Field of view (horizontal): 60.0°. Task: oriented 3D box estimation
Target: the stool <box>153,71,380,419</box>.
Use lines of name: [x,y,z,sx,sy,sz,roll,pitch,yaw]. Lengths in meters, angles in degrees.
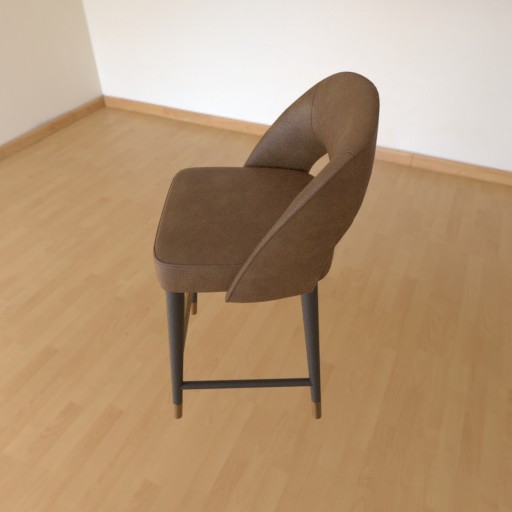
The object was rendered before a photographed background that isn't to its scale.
stool: [0.000,0.000,1.233,0.509,0.940,0.494,0,40,0]
